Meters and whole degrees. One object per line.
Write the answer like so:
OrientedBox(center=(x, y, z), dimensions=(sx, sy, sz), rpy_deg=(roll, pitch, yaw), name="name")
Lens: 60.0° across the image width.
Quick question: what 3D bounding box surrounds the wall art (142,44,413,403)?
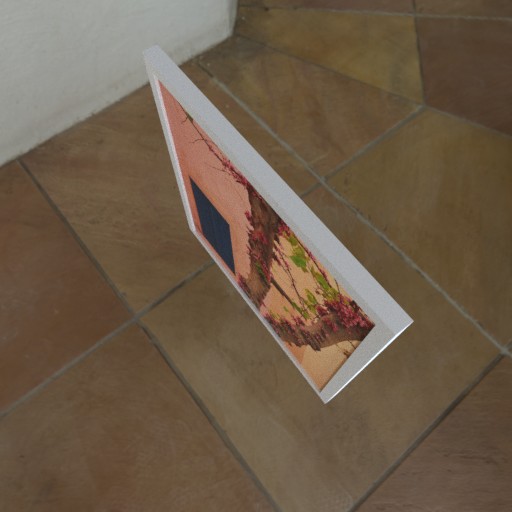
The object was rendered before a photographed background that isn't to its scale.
OrientedBox(center=(0.000, 0.000, 1.151), dimensions=(0.038, 0.762, 0.762), rpy_deg=(-34, 69, -15), name="wall art")
